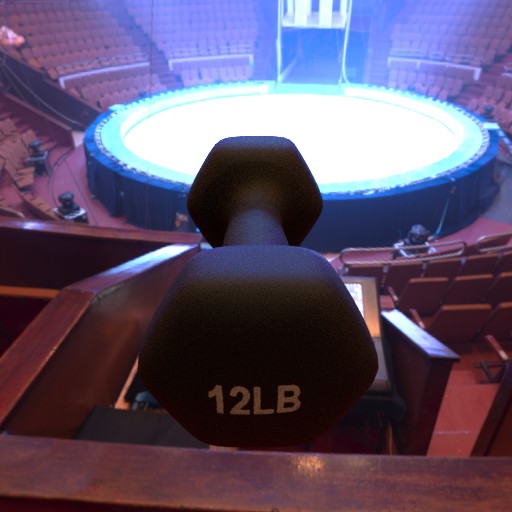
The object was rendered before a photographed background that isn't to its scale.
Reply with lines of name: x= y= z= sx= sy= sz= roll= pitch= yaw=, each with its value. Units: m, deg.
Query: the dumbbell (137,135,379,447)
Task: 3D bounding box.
dumbbell: x=0.000 y=0.000 z=0.285 sx=0.112 sy=0.101 sz=0.231 roll=0 pitch=31 yaw=0
